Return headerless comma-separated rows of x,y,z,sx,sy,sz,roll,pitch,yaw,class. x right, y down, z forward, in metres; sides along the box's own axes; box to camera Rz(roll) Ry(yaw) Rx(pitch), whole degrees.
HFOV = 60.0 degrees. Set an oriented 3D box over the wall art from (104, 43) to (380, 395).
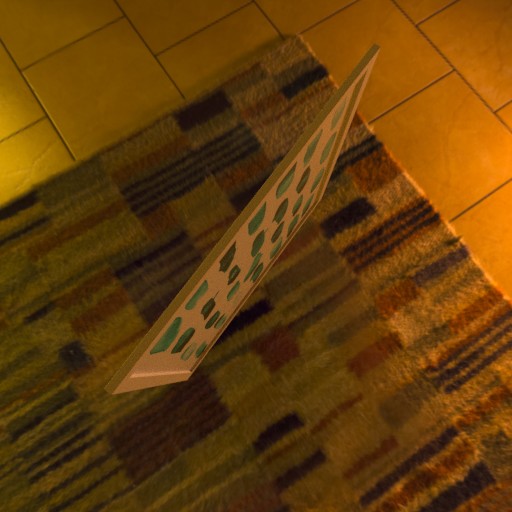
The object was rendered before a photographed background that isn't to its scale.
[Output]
0.000,0.000,0.668,0.009,0.457,0.456,35,79,8,wall art
